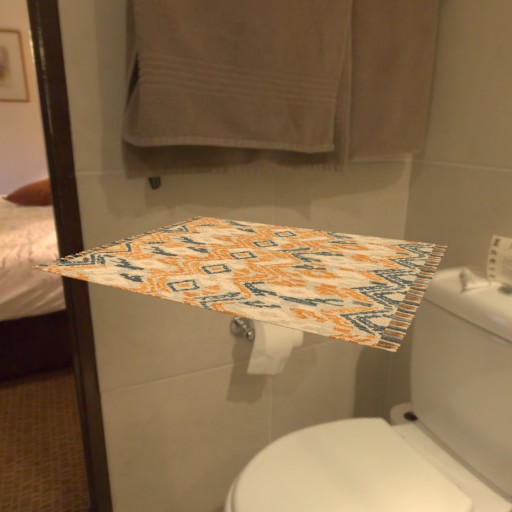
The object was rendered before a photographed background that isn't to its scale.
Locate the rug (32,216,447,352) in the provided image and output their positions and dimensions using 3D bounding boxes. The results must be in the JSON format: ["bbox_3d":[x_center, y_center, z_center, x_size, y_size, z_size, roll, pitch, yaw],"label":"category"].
[{"bbox_3d":[0.000,0.000,4.102,3.048,0.010,2.439,9,19,27],"label":"rug"}]
